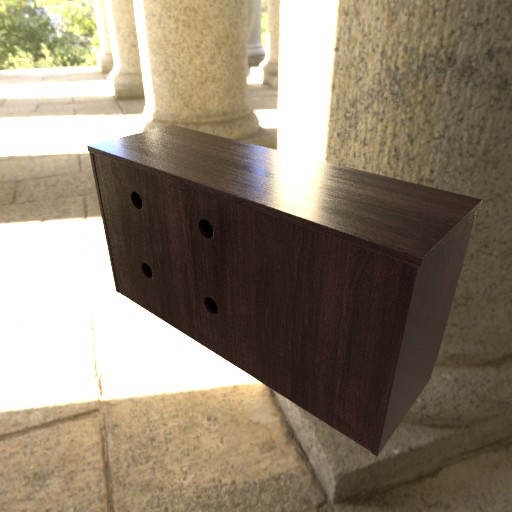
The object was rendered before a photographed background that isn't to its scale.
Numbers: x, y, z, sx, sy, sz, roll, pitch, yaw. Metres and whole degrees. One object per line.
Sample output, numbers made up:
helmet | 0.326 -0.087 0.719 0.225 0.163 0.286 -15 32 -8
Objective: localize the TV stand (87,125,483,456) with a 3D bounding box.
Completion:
TV stand | 0.000 0.000 1.484 1.192 0.614 0.404 23 37 34
